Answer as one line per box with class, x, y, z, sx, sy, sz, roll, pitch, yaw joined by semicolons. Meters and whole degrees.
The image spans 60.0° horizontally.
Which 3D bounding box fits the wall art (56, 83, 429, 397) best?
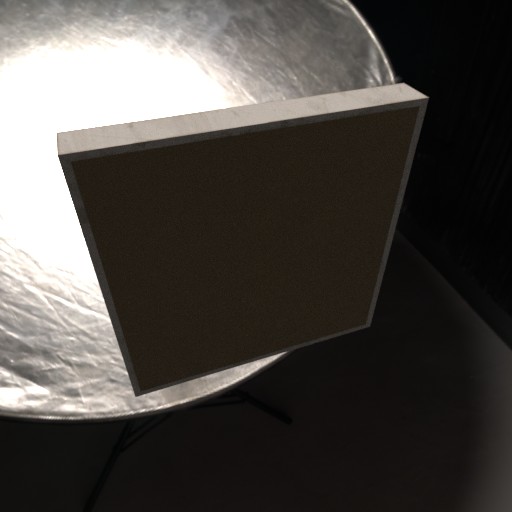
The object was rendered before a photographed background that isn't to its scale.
wall art;0.000;0.000;0.457;0.305;0.303;0.038;-13;43;-15
